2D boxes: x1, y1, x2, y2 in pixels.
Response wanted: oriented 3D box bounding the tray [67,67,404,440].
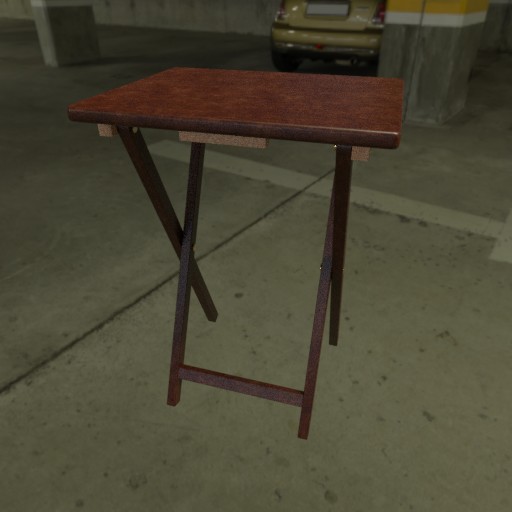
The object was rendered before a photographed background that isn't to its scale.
[{"bbox_3d":[0.000,0.000,0.926,0.483,0.660,0.381,9,33,14],"label":"tray"}]
